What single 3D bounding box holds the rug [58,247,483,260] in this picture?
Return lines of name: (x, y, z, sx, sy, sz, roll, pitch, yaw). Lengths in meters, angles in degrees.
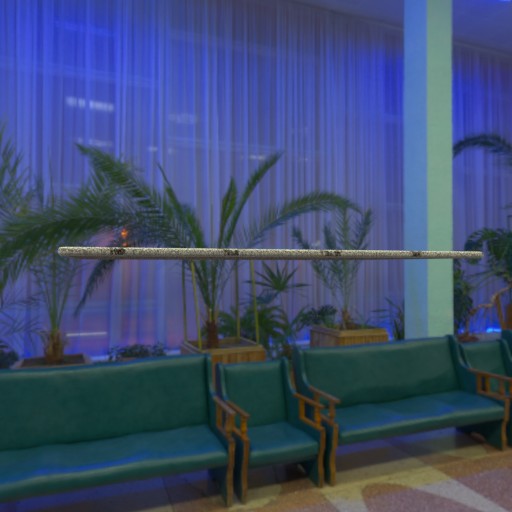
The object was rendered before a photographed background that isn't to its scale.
rug: (0.000, 0.000, 2.296, 1.778, 0.030, 1.219, 0, -1, -19)
